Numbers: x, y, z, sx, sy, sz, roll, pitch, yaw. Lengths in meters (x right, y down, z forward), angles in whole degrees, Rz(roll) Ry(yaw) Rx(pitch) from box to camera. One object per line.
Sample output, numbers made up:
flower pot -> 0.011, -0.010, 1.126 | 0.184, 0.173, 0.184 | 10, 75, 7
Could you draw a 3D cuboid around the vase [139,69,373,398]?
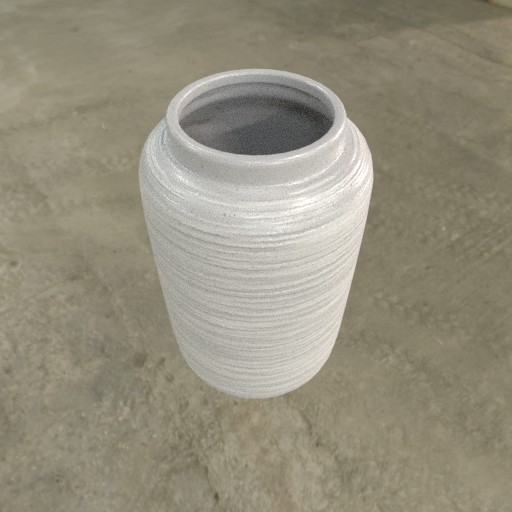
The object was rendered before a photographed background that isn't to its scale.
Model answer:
vase -> 0.000, 0.000, 0.463 | 0.202, 0.335, 0.202 | 0, 48, 0
